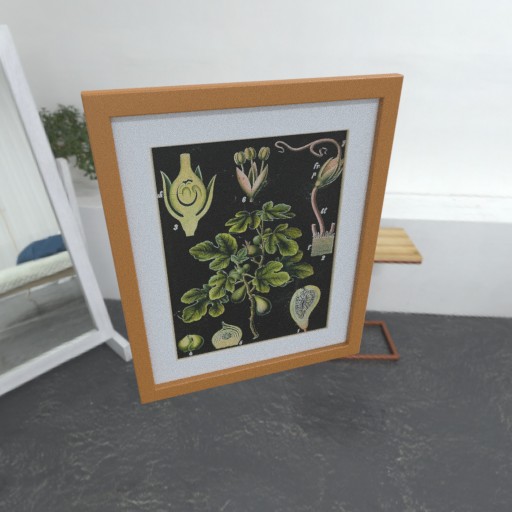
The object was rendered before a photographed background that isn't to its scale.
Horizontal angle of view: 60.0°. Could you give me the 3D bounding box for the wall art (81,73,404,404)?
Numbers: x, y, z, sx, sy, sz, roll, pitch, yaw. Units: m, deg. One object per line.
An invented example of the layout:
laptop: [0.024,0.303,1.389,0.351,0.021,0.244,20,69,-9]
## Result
wall art: [0.000,0.000,0.747,0.452,0.553,0.022,-9,32,-15]
